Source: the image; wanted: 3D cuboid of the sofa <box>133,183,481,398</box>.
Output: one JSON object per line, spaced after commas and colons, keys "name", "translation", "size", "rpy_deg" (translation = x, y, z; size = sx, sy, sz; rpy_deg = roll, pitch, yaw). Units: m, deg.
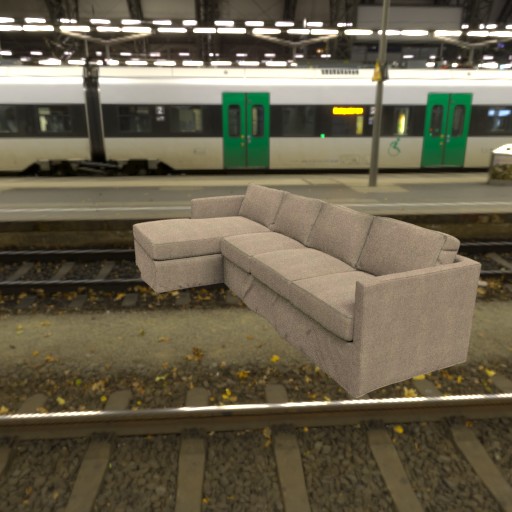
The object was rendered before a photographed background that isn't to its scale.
{"name": "sofa", "translation": [0.000, 0.000, 3.902], "size": [1.650, 0.922, 3.205], "rpy_deg": [-8, 18, -24]}
